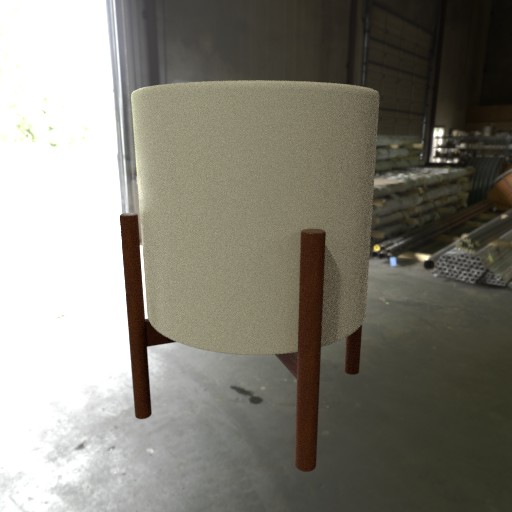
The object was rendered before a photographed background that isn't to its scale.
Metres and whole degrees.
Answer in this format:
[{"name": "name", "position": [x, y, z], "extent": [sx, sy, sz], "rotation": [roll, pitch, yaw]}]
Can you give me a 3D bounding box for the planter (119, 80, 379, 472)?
[{"name": "planter", "position": [0.000, 0.000, 0.848], "extent": [0.420, 0.581, 0.421], "rotation": [7, 17, 26]}]
